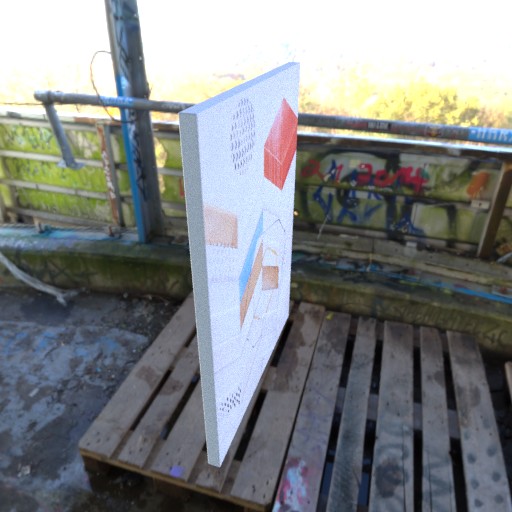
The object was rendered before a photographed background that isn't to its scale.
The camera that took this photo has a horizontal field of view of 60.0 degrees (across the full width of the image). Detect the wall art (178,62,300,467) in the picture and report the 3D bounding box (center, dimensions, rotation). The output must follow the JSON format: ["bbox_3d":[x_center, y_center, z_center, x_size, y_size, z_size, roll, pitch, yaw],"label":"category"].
[{"bbox_3d":[0.000,0.000,1.638,0.046,1.221,0.914,10,32,16],"label":"wall art"}]
